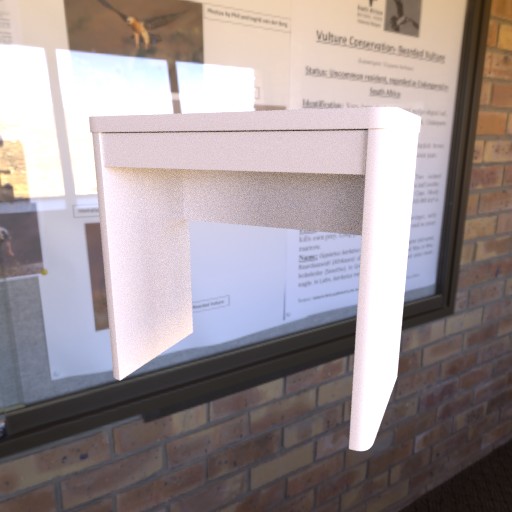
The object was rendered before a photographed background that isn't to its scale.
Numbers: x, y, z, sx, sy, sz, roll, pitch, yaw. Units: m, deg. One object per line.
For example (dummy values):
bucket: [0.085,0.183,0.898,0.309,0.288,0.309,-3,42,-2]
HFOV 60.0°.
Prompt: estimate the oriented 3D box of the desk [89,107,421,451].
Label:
desk: [0.000,0.000,1.271,0.790,0.760,0.446,7,16,25]
